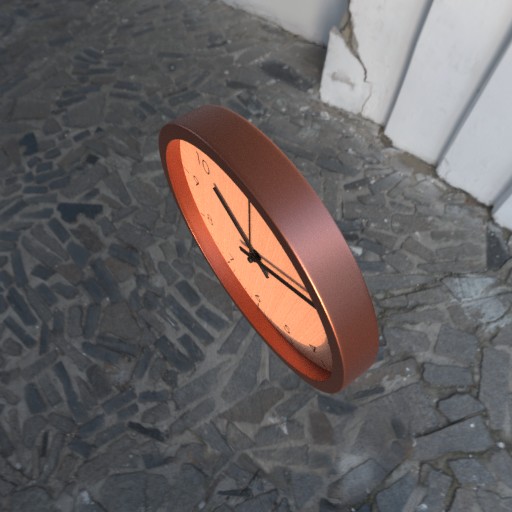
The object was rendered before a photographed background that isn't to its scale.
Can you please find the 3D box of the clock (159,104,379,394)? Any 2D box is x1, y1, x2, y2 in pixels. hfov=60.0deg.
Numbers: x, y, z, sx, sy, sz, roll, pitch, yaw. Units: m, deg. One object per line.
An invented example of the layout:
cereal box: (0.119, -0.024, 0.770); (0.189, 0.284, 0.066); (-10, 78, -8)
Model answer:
clock: (0.000, 0.000, 0.465); (0.040, 0.313, 0.313); (-33, 67, -16)
